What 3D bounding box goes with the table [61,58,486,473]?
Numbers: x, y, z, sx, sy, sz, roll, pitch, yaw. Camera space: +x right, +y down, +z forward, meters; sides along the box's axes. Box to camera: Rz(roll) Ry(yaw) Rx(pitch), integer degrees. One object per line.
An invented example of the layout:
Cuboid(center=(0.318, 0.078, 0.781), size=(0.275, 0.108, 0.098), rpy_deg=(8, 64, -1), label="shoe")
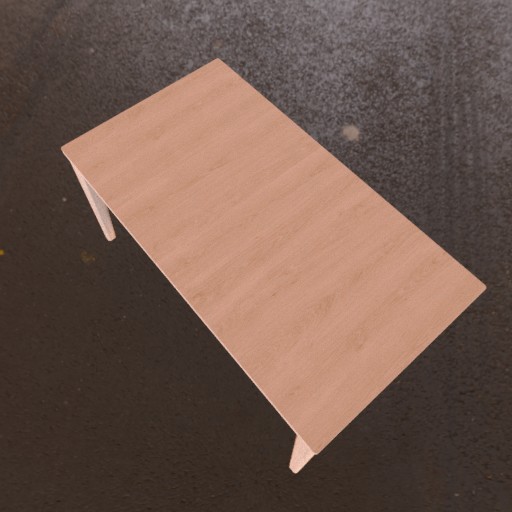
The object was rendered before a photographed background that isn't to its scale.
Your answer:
Cuboid(center=(0.000, 0.000, 2.046), size=(0.900, 0.760, 1.600), rpy_deg=(-37, 69, -17), label="table")
